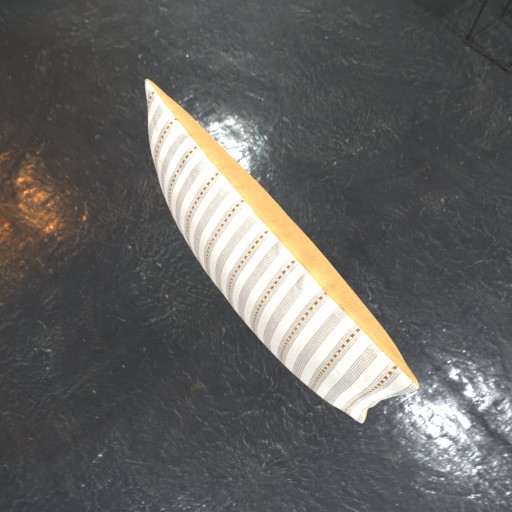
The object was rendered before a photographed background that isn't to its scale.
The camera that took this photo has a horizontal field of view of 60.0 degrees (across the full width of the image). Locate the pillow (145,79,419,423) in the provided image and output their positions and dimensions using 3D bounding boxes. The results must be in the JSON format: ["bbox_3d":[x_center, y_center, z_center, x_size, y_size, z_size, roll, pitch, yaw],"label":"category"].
[{"bbox_3d":[0.000,0.000,0.733,0.151,0.291,0.608,-34,68,-16],"label":"pillow"}]
